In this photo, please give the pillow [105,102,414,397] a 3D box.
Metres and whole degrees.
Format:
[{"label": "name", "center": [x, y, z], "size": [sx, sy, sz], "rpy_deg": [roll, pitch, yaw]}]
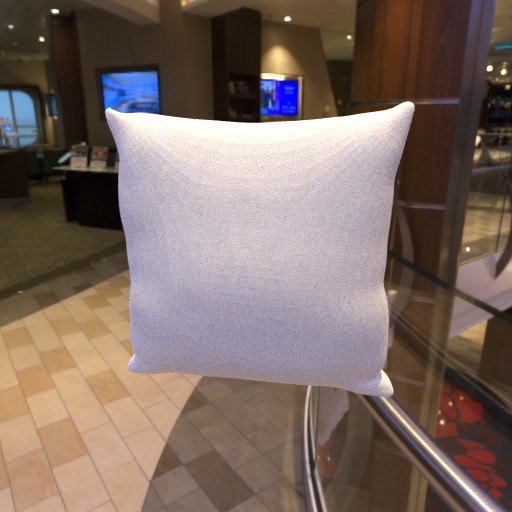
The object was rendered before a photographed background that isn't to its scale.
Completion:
[{"label": "pillow", "center": [0.000, 0.000, 0.673], "size": [0.440, 0.441, 0.182], "rpy_deg": [2, 17, 8]}]
